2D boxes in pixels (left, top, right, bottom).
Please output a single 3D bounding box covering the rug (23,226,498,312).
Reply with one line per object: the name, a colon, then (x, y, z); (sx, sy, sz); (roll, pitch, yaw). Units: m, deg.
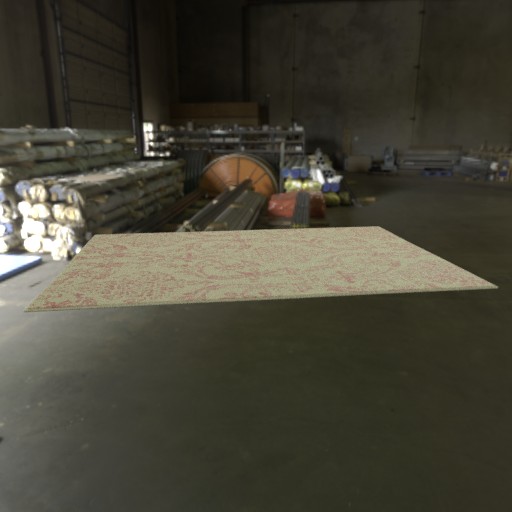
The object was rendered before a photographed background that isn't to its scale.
rug: (0.000, 0.000, 2.276); (1.839, 0.012, 1.219); (-2, 16, -8)
